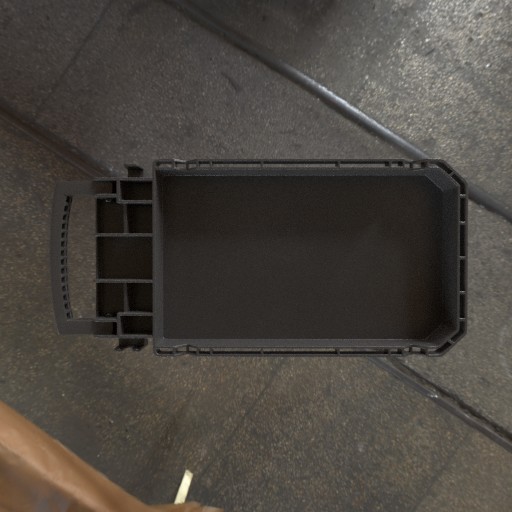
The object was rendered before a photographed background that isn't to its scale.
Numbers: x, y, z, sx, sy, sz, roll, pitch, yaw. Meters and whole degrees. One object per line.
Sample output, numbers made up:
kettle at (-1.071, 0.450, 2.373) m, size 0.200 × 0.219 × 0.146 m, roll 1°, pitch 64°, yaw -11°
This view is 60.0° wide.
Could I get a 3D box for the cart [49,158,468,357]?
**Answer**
cart at (0.000, 0.000, 1.550) m, size 1.061 × 0.884 × 0.497 m, roll 0°, pitch 91°, yaw 0°
